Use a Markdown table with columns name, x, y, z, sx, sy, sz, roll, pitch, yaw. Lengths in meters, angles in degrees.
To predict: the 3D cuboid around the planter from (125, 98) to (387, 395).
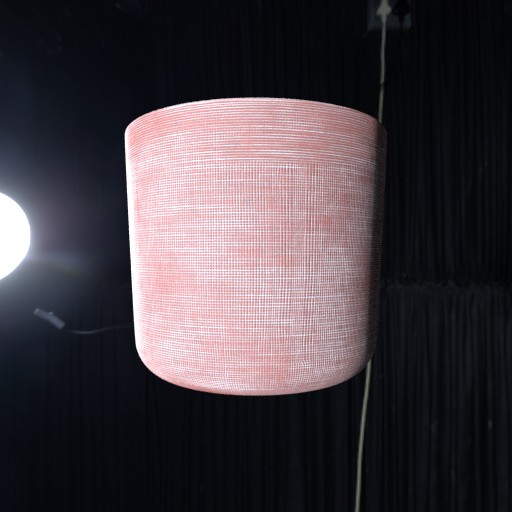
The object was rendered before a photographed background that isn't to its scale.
| name | x | y | z | sx | sy | sz | roll | pitch | yaw |
| --- | --- | --- | --- | --- | --- | --- | --- | --- | --- |
| planter | 0.000 | 0.000 | 0.776 | 0.440 | 0.398 | 0.440 | 0 | 0 | 0 |
